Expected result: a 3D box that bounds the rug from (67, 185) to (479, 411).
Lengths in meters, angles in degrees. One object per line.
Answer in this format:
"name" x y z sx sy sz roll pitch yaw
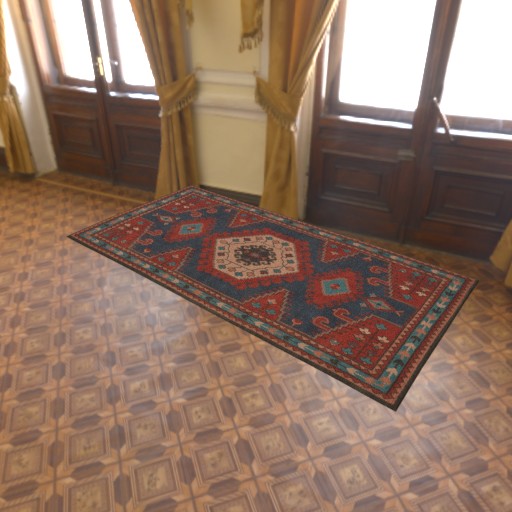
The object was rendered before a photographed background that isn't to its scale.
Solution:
"rug" 0.000 0.000 3.585 3.032 0.034 1.522 22 37 32
